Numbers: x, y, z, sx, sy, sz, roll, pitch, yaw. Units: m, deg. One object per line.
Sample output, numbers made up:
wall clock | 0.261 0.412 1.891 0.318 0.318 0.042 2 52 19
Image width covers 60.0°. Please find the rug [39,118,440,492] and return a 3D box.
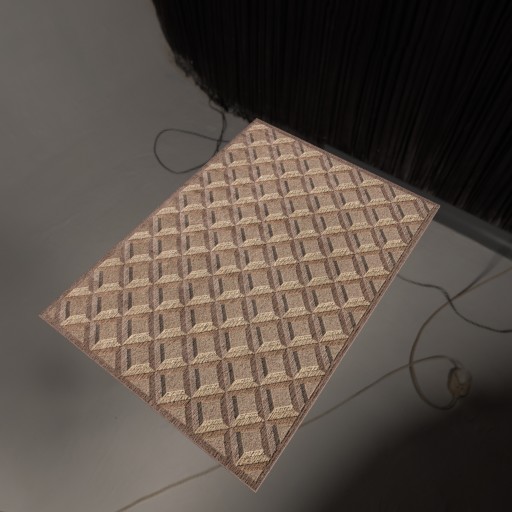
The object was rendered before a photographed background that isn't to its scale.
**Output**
rug | 0.000 0.000 4.280 2.382 0.018 3.294 31 61 19
